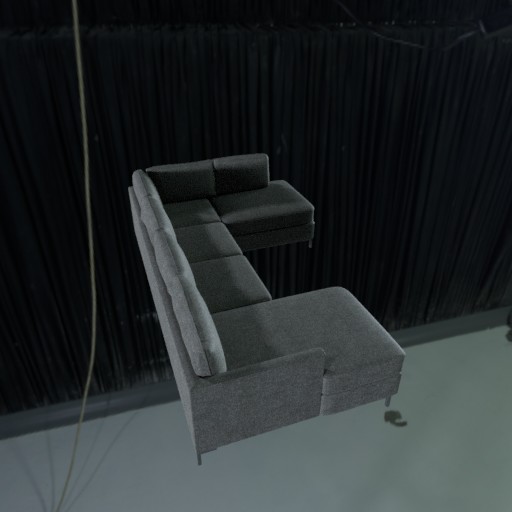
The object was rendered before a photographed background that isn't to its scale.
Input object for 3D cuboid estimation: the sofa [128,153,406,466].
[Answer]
[{"bbox_3d":[0.000,0.000,4.368,2.048,0.999,3.423,-11,33,-17],"label":"sofa"}]
